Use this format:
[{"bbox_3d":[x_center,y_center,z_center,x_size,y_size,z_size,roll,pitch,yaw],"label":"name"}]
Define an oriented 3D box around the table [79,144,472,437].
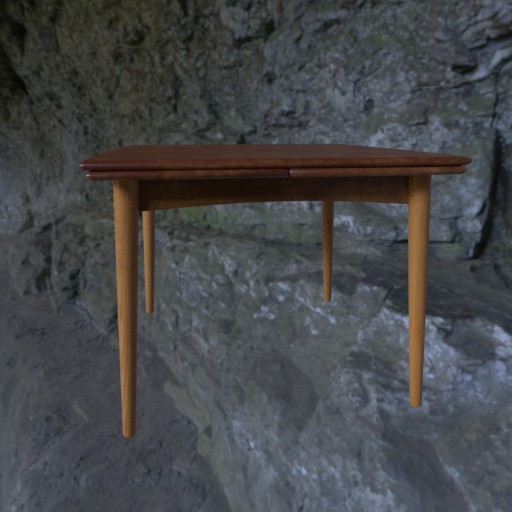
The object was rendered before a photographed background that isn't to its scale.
[{"bbox_3d":[0.000,0.000,1.610,0.991,0.754,0.991,-3,16,-9],"label":"table"}]
